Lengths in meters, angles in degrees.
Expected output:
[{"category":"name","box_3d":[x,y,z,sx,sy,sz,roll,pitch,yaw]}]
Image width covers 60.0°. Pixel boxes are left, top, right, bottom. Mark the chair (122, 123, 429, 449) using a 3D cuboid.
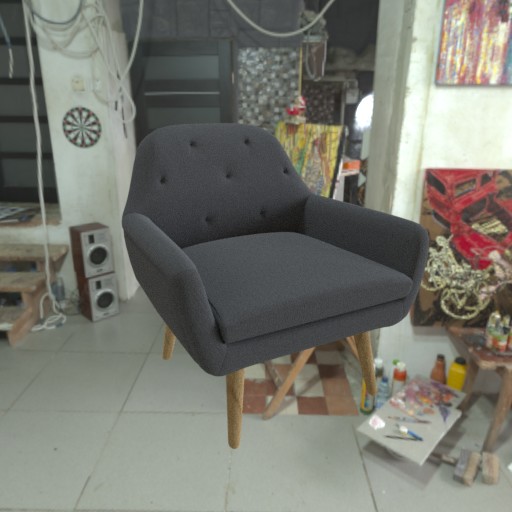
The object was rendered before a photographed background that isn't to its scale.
[{"category":"chair","box_3d":[0.000,0.000,1.426,0.770,0.800,0.779,-10,21,-27]}]
